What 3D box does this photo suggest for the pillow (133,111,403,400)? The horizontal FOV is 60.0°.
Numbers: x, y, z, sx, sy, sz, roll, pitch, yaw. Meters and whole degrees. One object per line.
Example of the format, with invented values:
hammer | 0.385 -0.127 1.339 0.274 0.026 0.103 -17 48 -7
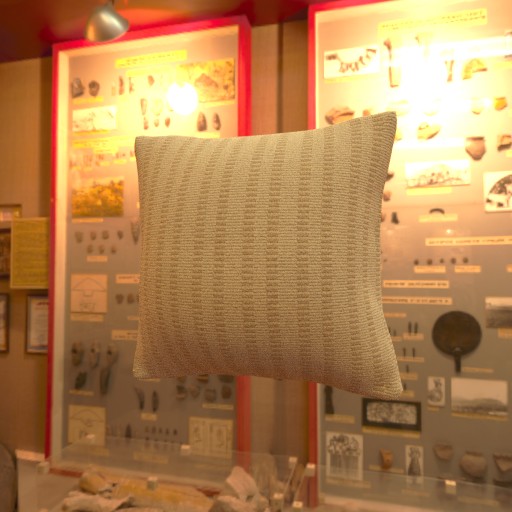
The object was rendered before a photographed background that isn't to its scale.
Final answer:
pillow | 0.000 0.000 0.700 0.438 0.419 0.247 0 -2 17
